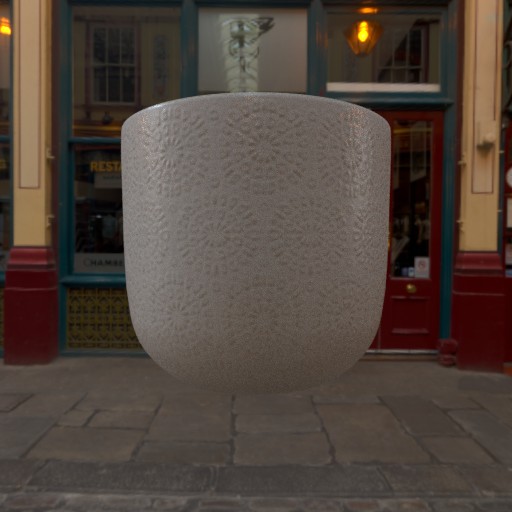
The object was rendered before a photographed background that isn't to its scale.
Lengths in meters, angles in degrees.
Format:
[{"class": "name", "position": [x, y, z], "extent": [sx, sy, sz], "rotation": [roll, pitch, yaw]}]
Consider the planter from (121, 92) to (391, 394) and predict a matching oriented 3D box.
[{"class": "planter", "position": [0.000, 0.000, 0.358], "extent": [0.208, 0.190, 0.208], "rotation": [0, 0, 0]}]
